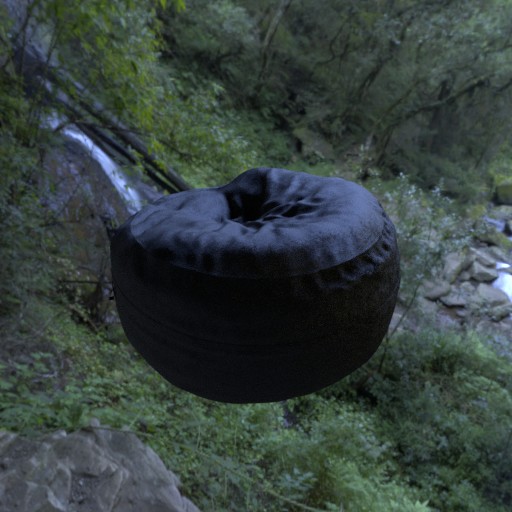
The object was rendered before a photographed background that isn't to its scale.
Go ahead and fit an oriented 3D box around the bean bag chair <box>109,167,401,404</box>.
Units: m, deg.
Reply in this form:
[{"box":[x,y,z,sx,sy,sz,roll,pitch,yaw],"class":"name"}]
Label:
[{"box":[0.000,0.000,2.409,1.525,0.751,1.525,0,30,0],"class":"bean bag chair"}]
